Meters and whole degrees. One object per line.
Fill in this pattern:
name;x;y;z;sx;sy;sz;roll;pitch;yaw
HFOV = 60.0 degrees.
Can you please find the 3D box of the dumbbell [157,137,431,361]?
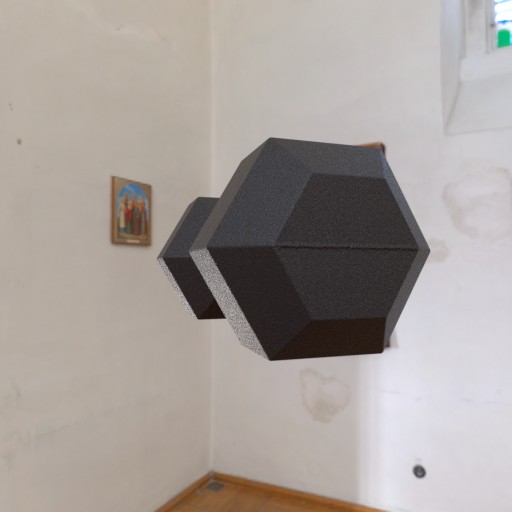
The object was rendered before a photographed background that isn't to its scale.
dumbbell;0.000;0.000;0.327;0.122;0.106;0.271;1;-2;-18
